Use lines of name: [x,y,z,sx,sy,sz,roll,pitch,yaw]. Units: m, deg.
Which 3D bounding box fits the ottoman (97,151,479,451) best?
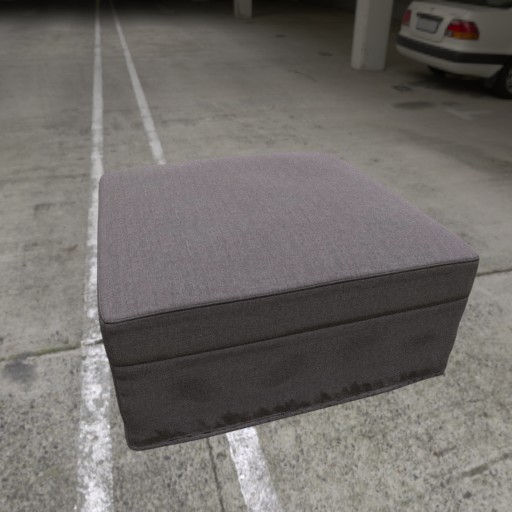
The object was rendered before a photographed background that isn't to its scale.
ottoman: [0.000,0.000,1.304,0.843,0.436,0.840,-9,31,-15]
